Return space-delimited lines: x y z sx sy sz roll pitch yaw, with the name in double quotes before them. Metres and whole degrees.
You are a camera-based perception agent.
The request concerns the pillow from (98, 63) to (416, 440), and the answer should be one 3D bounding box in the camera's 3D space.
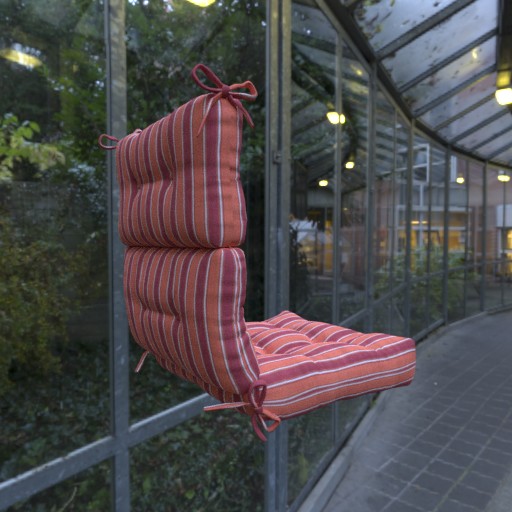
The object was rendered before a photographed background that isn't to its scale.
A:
"pillow" 0.000 0.000 1.017 0.571 0.605 0.519 -1 2 -35
